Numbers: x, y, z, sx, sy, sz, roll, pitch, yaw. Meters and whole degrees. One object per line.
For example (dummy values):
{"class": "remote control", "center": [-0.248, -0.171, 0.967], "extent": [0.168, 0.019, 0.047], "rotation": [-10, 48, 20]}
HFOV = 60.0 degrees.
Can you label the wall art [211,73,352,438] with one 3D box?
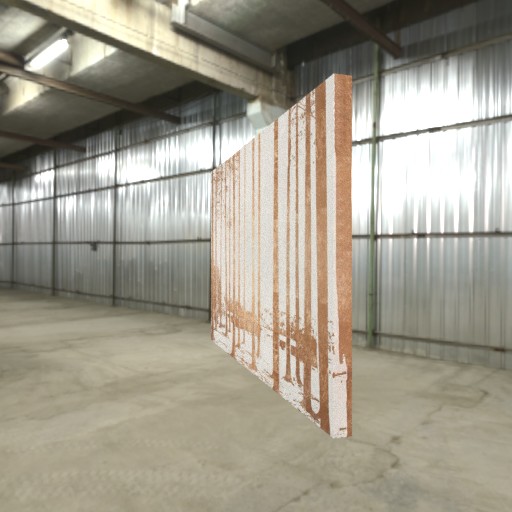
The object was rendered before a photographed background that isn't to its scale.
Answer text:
{"class": "wall art", "center": [0.000, 0.000, 1.176], "extent": [0.035, 0.609, 0.914], "rotation": [0, 0, -19]}
